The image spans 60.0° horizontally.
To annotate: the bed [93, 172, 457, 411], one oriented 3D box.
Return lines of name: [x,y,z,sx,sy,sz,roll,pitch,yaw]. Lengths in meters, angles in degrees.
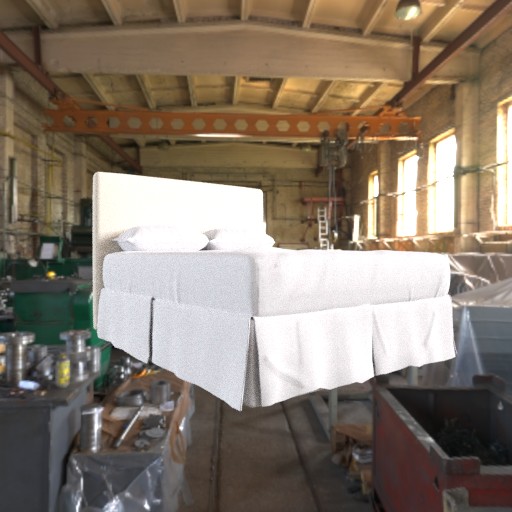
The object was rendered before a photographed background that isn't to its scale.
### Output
bed: [0.000,0.000,3.165,1.713,1.330,2.142,0,1,-37]
